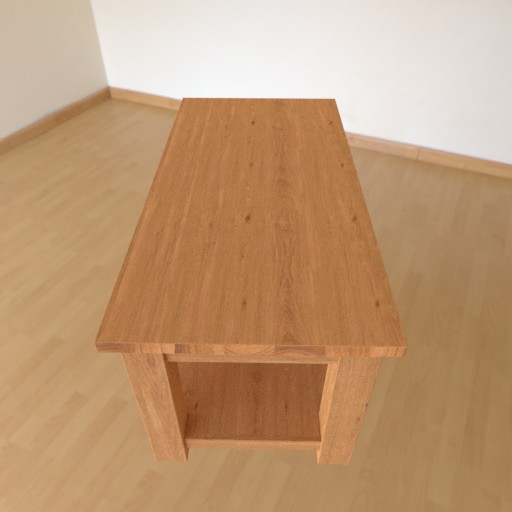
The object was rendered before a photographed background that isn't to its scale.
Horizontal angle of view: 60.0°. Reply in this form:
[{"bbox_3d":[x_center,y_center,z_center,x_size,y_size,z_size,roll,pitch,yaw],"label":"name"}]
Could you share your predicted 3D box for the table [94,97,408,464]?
[{"bbox_3d":[0.000,0.000,1.120,0.450,0.452,0.899,1,41,1],"label":"table"}]
